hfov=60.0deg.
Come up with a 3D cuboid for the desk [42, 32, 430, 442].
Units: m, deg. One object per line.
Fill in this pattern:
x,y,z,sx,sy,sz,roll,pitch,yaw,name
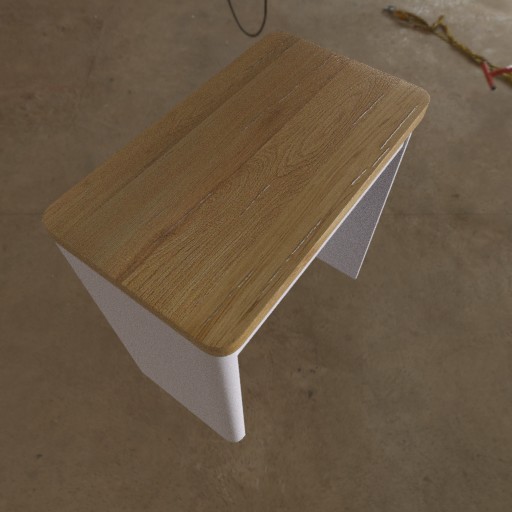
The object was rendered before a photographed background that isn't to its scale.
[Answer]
0.000,0.000,1.224,0.440,0.790,0.760,32,63,19,desk
